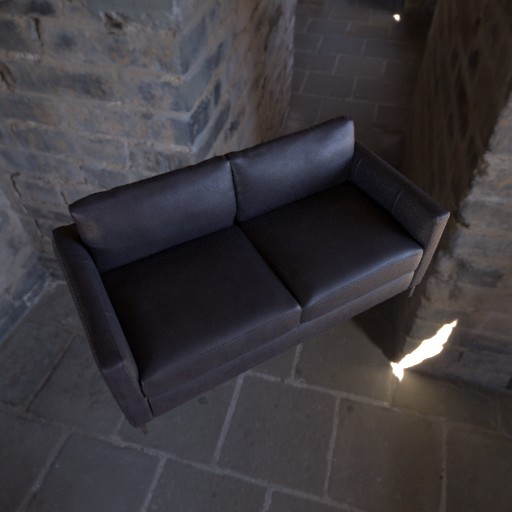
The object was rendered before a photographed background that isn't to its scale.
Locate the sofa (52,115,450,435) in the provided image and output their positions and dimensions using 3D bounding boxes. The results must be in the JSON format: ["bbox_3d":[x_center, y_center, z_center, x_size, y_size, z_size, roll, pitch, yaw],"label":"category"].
[{"bbox_3d":[0.000,0.000,2.315,1.805,0.883,0.947,-25,52,-21],"label":"sofa"}]
